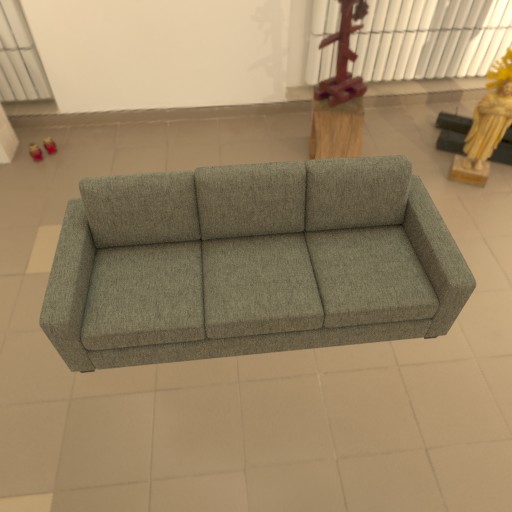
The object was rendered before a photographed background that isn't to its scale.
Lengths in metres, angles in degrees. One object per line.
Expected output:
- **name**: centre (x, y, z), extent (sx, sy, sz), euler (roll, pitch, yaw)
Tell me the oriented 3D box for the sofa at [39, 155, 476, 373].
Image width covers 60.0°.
- **sofa**: centre (0.000, 0.000, 2.544), extent (2.160, 0.800, 0.900), euler (-5, 49, -4)
